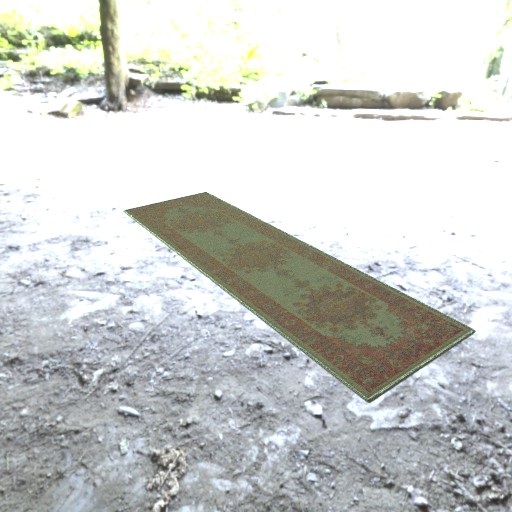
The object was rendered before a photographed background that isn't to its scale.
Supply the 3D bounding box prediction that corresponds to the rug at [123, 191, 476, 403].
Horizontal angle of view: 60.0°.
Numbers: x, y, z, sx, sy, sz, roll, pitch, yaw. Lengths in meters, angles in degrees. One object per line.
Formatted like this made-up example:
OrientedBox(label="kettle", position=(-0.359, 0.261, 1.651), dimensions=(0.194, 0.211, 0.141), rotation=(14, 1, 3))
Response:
OrientedBox(label="rug", position=(0.000, 0.000, 2.041), dimensions=(0.562, 0.009, 1.824), rotation=(-19, 33, -32))
